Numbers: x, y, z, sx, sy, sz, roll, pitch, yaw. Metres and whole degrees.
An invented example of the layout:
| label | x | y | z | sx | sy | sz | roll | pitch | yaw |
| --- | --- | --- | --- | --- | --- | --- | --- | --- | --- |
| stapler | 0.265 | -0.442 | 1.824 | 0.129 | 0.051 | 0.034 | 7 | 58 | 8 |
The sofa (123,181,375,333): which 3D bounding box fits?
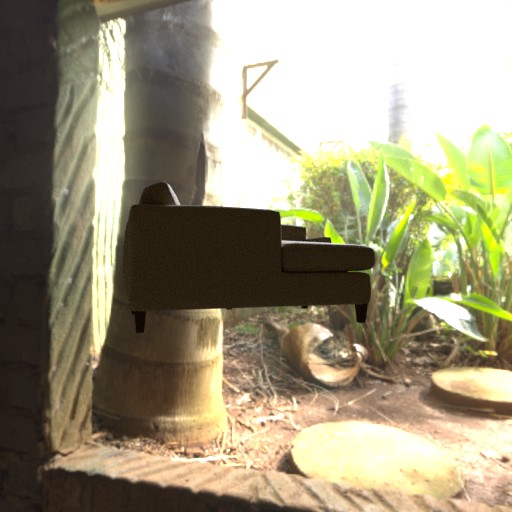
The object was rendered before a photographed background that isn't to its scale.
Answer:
| label | x | y | z | sx | sy | sz | roll | pitch | yaw |
| --- | --- | --- | --- | --- | --- | --- | --- | --- | --- |
| sofa | 0.000 | 0.000 | 4.551 | 2.593 | 0.959 | 3.460 | 0 | -1 | -17 |
